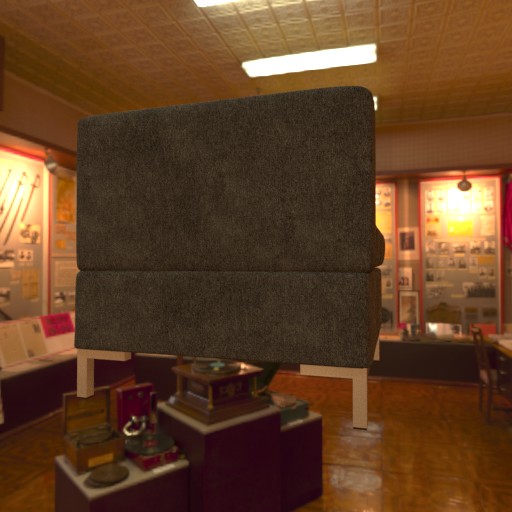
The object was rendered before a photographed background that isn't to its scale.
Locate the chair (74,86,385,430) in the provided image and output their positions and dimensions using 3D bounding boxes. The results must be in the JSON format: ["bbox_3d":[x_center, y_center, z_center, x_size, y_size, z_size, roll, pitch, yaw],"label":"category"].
[{"bbox_3d":[0.000,0.000,1.231,0.680,0.660,0.680,0,-1,18],"label":"chair"}]
